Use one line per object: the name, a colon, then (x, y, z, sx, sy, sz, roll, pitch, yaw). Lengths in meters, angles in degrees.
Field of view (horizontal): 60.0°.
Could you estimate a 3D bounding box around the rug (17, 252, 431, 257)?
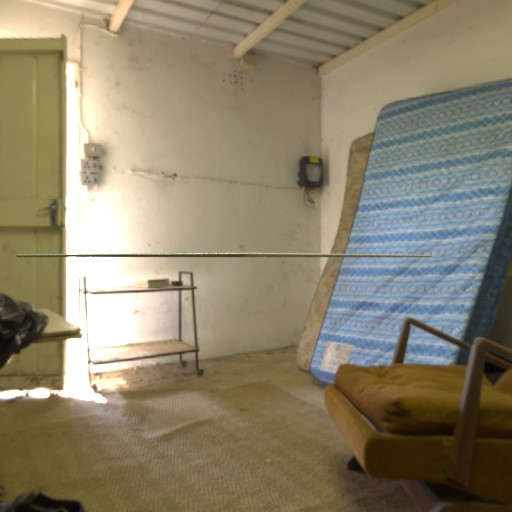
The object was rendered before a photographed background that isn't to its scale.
rug: (0.000, 0.000, 2.200, 1.217, 0.011, 1.747, 0, 0, 36)
